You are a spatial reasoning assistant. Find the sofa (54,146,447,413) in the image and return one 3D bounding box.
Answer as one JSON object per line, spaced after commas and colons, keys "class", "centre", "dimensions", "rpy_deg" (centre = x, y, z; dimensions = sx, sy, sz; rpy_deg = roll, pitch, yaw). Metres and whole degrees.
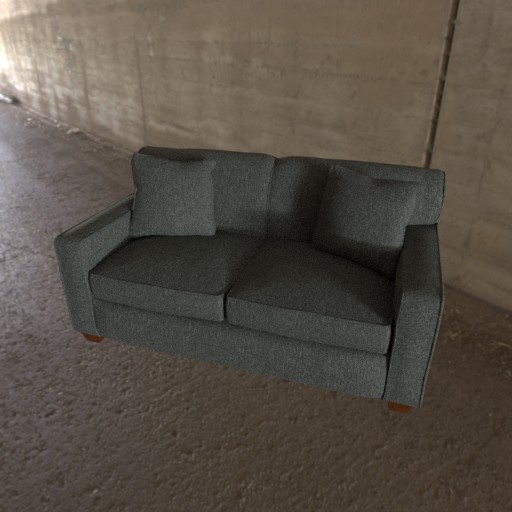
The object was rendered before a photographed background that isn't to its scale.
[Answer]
{"class": "sofa", "centre": [0.000, 0.000, 2.410], "dimensions": [1.846, 0.958, 0.998], "rpy_deg": [8, 28, 16]}
